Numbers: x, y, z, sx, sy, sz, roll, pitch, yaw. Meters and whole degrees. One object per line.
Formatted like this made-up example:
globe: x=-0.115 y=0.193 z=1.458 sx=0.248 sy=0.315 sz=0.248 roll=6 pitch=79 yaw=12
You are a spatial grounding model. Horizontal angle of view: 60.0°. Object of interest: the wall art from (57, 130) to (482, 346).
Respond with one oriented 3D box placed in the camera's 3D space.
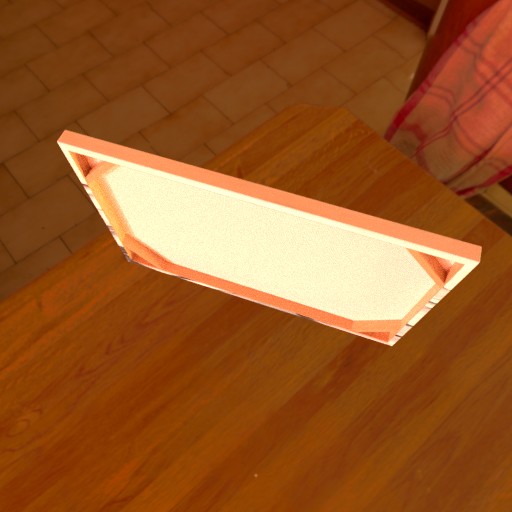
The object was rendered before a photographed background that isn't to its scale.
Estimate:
wall art: x=0.000 y=0.000 z=1.189 sx=0.914 sy=0.609 sz=0.039 roll=17 pitch=65 yaw=8
